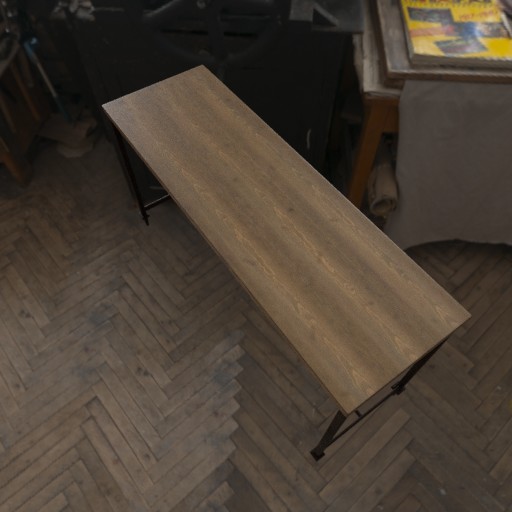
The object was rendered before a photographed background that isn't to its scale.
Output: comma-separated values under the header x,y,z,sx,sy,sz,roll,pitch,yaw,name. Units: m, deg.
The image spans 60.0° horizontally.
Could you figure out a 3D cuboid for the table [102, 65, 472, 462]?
x,y,z,sx,sy,sz,roll,pitch,yaw,name
0.000,0.000,2.125,0.551,0.902,1.700,-31,62,-19,table
